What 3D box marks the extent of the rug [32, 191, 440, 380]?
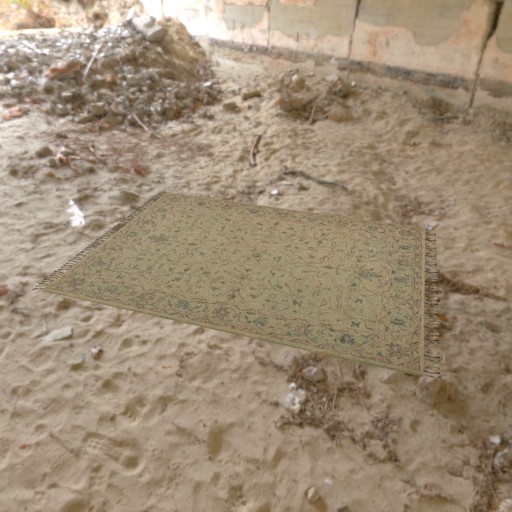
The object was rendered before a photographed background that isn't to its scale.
[{"bbox_3d":[0.000,0.000,2.327,1.802,0.008,1.247,10,32,16],"label":"rug"}]
